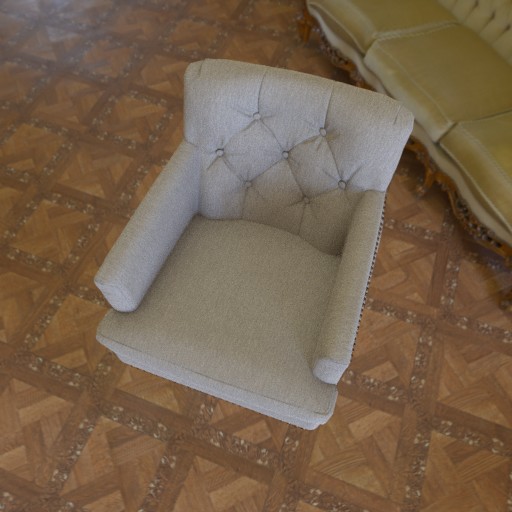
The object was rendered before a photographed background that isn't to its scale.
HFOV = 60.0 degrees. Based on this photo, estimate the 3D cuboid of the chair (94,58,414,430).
[{"bbox_3d":[0.000,0.000,1.478,0.737,0.823,0.902,17,60,10],"label":"chair"}]
